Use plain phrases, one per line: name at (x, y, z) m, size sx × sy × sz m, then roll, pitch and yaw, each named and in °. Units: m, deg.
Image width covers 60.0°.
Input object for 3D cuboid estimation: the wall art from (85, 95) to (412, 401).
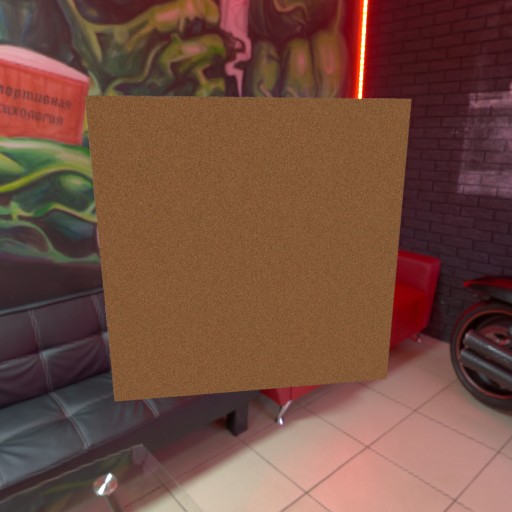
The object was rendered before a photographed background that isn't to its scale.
wall art at (0.000, 0.000, 0.602) m, size 0.404 × 0.406 × 0.010 m, roll -2°, pitch 16°, yaw -8°
